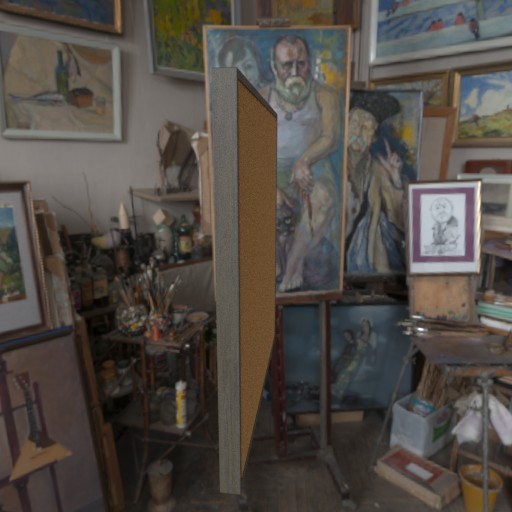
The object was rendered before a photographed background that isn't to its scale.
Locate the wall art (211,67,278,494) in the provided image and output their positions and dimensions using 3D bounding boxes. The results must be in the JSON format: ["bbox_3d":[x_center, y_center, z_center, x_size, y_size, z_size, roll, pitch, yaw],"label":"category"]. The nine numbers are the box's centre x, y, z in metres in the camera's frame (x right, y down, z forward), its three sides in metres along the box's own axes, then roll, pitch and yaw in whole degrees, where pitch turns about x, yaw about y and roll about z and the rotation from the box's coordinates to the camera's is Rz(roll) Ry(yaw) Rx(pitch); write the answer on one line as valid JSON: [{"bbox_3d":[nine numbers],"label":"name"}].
[{"bbox_3d":[0.000,0.000,1.127,0.039,0.758,0.758,2,13,7],"label":"wall art"}]
